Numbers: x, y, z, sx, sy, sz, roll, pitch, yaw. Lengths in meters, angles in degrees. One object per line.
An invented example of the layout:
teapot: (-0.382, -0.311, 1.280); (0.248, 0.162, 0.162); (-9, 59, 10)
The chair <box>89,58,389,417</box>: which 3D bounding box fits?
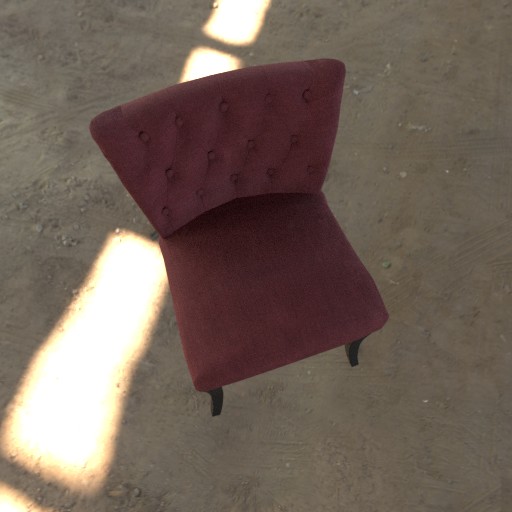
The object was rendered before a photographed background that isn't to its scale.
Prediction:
chair: (0.000, 0.000, 1.187); (0.582, 0.750, 0.605); (-17, 64, -8)
